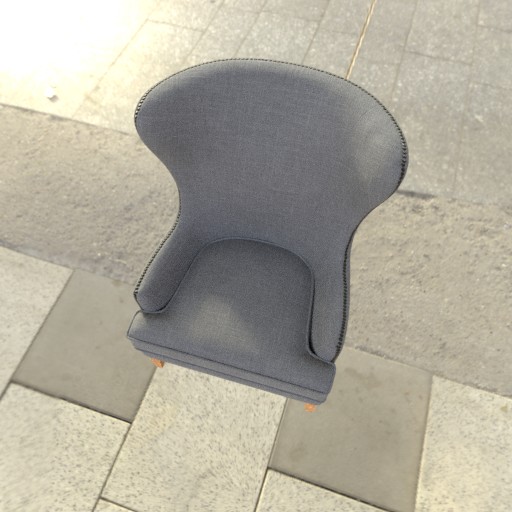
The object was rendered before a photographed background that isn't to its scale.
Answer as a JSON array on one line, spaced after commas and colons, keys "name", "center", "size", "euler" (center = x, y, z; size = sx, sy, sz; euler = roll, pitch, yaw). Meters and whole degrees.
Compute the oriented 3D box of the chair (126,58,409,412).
[{"name": "chair", "center": [0.000, 0.000, 1.787], "size": [0.864, 1.176, 0.883], "euler": [14, 61, 8]}]
